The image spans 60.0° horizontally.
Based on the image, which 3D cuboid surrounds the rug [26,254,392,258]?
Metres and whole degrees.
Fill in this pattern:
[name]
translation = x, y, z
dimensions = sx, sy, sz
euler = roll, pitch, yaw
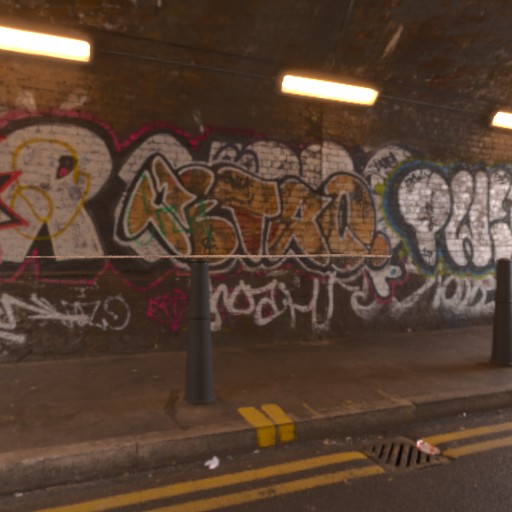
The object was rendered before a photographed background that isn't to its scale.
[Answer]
[rug]
translation = 0.000, 0.000, 4.180
dimensions = 2.430, 0.030, 3.054
euler = 0, 0, 17
